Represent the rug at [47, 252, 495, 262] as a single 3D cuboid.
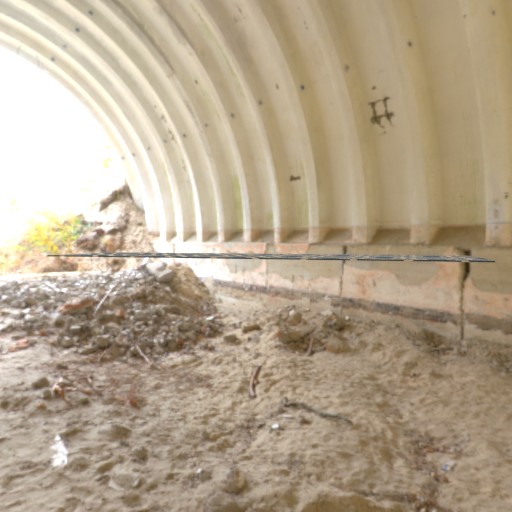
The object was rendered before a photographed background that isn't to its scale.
[{"bbox_3d":[0.000,0.000,2.504,2.296,0.006,0.685,1,2,18],"label":"rug"}]
